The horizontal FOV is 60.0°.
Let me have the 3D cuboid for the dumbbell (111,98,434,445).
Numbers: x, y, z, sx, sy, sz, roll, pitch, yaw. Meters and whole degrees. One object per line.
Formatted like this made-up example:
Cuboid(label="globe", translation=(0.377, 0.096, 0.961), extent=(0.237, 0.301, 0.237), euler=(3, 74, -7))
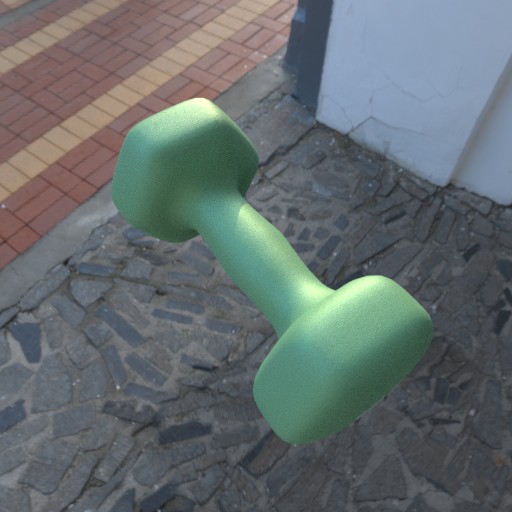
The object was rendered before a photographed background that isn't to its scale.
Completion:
Cuboid(label="dumbbell", translation=(0.000, 0.000, 0.328), extent=(0.129, 0.117, 0.260), euler=(-31, 62, -18))
